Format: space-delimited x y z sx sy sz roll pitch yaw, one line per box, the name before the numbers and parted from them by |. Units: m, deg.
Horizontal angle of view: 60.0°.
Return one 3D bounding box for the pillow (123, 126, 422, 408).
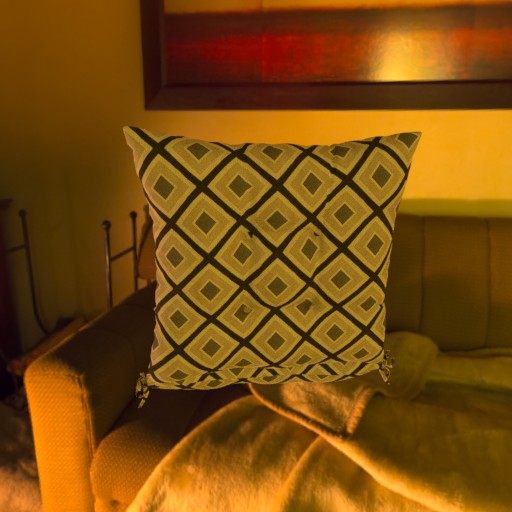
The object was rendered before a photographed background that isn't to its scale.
pillow | 0.000 0.000 1.018 0.541 0.536 0.585 -2 13 -10
